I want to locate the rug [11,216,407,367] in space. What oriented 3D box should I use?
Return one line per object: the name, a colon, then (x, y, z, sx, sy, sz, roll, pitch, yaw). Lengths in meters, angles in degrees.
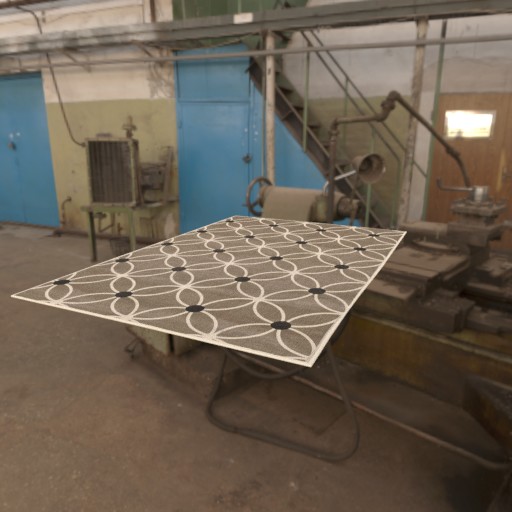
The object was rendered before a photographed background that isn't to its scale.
rug: (0.000, 0.000, 2.794, 1.522, 0.008, 2.284, 8, 18, 25)
